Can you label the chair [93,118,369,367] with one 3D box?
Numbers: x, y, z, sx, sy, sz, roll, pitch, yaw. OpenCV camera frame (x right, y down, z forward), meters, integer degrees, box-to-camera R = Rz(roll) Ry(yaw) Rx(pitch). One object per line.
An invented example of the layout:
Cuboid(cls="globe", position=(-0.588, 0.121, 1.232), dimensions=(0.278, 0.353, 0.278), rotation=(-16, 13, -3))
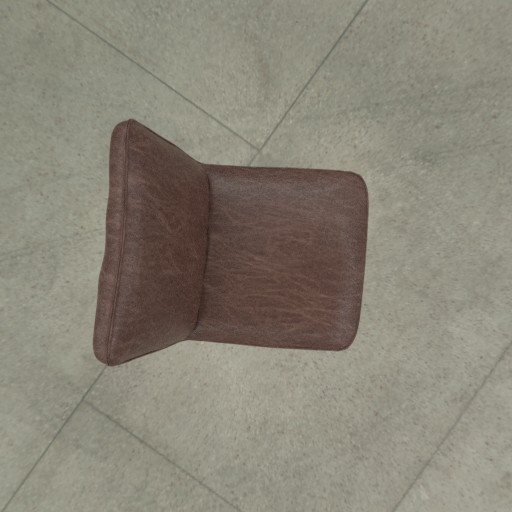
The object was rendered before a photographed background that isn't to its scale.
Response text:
Cuboid(cls="chair", position=(0.000, 0.000, 1.242), dimensions=(0.645, 0.803, 0.543), rotation=(0, 89, -1))
